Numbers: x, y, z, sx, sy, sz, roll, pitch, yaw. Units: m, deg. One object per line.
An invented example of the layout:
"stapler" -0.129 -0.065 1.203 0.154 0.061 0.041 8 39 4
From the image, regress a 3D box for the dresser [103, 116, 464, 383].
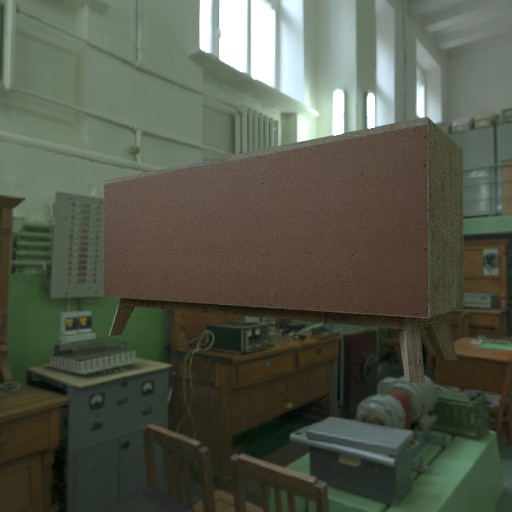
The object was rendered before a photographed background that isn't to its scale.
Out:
"dresser" 0.000 0.000 1.956 1.602 0.788 0.455 -1 -2 37
